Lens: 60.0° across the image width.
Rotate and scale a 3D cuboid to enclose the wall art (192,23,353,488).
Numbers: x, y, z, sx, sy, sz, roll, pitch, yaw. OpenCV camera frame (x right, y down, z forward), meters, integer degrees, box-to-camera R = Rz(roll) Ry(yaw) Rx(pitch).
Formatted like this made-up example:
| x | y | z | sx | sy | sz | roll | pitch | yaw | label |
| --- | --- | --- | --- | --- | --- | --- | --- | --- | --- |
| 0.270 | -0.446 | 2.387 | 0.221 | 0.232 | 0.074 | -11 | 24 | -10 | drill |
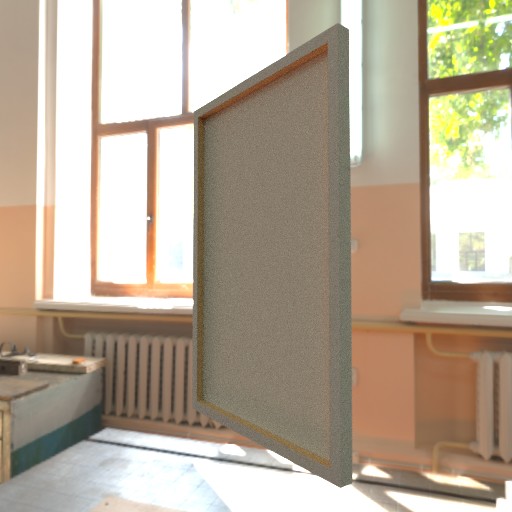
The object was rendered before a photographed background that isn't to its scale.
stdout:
| x | y | z | sx | sy | sz | roll | pitch | yaw | label |
| --- | --- | --- | --- | --- | --- | --- | --- | --- | --- |
| 0.000 | 0.000 | 1.125 | 0.038 | 0.912 | 0.607 | 1 | -2 | -36 | wall art |
